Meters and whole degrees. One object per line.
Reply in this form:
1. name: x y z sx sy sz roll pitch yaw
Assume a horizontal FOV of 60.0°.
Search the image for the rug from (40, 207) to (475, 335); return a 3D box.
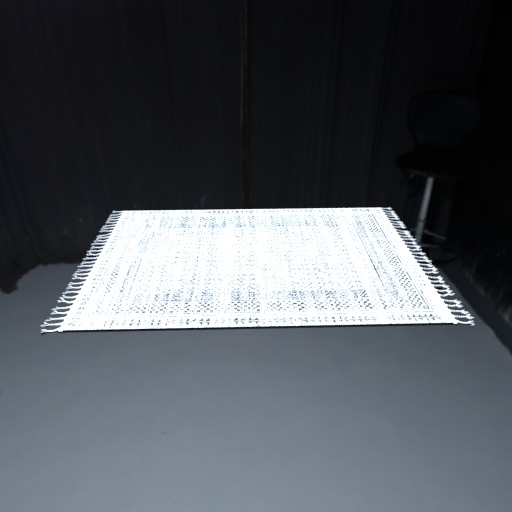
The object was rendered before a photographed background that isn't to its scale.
1. rug: 0.000 0.000 2.400 1.872 0.013 1.243 -1 30 -2
